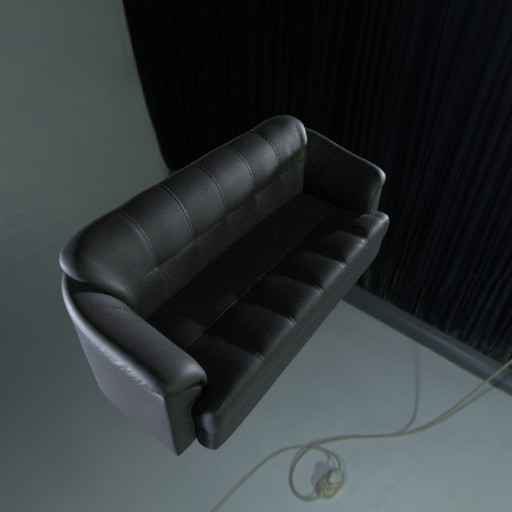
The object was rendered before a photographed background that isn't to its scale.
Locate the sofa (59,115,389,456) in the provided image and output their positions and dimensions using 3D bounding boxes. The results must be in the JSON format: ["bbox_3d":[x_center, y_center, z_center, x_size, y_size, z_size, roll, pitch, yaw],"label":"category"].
[{"bbox_3d":[0.000,0.000,2.235,0.800,0.811,1.829,26,47,27],"label":"sofa"}]
